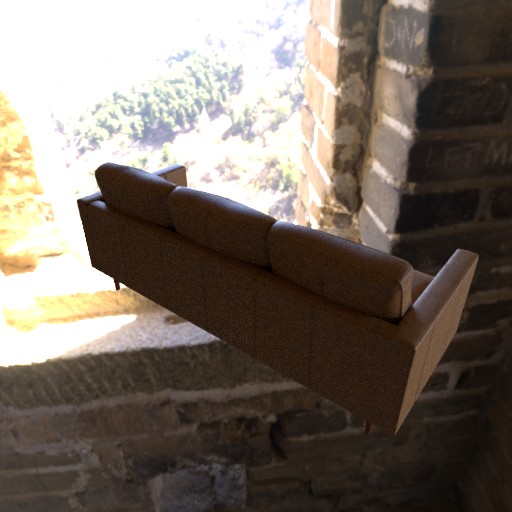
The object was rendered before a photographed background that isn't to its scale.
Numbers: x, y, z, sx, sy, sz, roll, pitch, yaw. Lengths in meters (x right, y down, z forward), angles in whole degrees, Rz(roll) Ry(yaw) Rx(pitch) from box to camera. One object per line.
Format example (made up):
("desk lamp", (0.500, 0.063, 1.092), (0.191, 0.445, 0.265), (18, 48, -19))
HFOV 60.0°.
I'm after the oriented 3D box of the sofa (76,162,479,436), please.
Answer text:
("sofa", (0.000, 0.000, 2.665), (2.231, 0.930, 0.903), (22, 37, 32))
